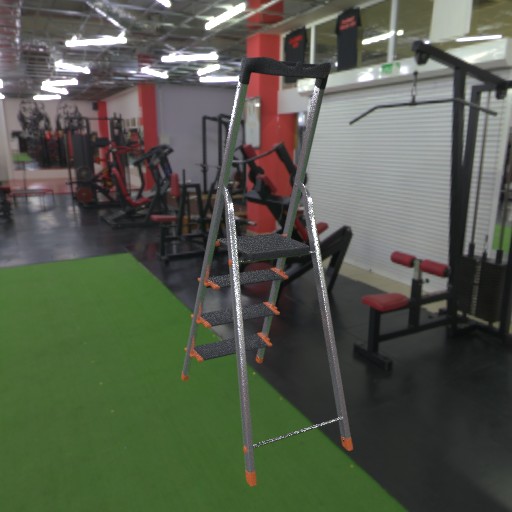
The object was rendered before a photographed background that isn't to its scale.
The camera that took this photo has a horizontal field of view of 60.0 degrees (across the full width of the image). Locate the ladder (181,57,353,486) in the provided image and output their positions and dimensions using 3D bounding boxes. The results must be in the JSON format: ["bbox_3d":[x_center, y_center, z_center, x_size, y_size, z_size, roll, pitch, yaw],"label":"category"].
[{"bbox_3d":[0.000,0.000,1.833,0.452,1.429,0.834,-7,16,-25],"label":"ladder"}]
